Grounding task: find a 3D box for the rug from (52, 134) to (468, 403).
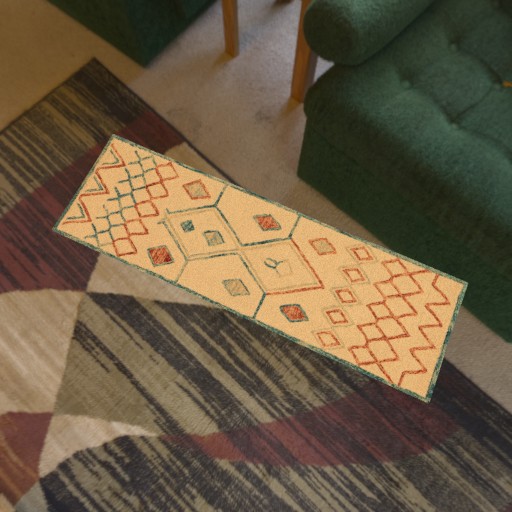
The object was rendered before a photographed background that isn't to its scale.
[{"bbox_3d":[0.000,0.000,2.688,2.435,0.011,0.750,24,74,7],"label":"rug"}]
